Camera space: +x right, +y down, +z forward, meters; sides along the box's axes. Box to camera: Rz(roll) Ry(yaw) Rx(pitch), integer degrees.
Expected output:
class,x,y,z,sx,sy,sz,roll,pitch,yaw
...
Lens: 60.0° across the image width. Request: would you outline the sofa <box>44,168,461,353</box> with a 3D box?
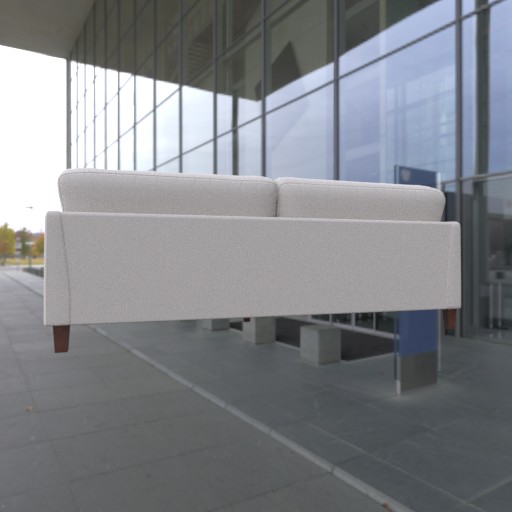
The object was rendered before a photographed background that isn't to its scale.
class,x,y,z,sx,sy,sz,roll,pitch,yaw
sofa,0.000,0.000,2.722,2.301,0.863,0.957,0,0,-17
